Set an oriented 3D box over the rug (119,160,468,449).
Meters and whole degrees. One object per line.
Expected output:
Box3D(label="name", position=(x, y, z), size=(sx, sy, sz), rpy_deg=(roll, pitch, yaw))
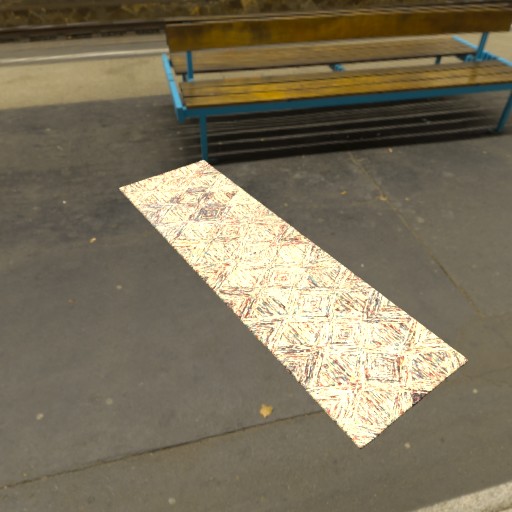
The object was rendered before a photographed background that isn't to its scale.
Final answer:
Box3D(label="rug", position=(0.000, 0.000, 2.531), size=(0.688, 0.015, 2.292), rpy_deg=(-25, 47, -27))
